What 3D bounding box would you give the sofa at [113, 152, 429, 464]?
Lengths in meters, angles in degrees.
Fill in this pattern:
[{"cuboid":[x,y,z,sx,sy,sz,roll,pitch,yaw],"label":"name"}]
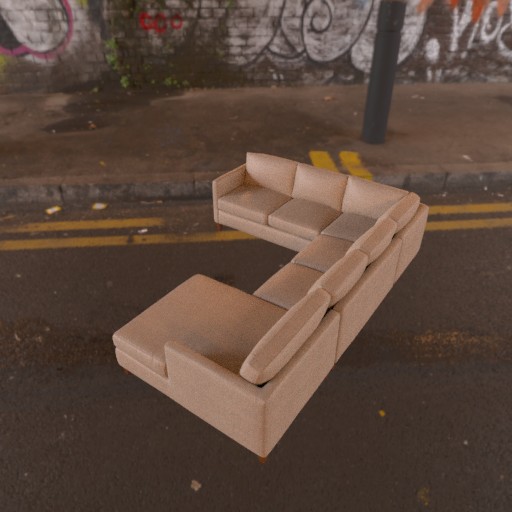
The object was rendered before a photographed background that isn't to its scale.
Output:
[{"cuboid":[0.000,0.000,4.759,2.594,0.961,3.460,21,39,29],"label":"sofa"}]
